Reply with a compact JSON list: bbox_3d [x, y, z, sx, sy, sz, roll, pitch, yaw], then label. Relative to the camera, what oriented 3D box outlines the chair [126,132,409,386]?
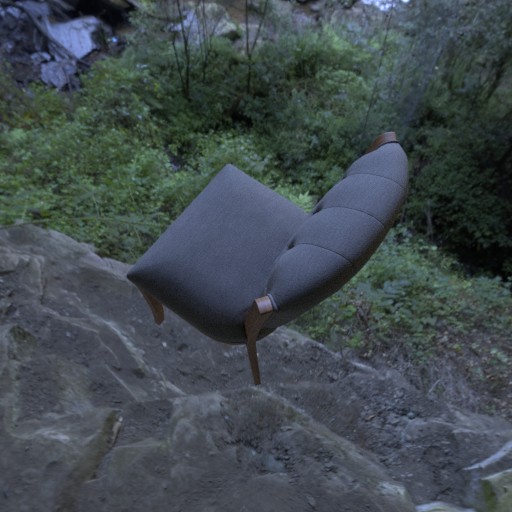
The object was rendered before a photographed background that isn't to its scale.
[{"bbox_3d":[0.000,0.000,1.265,0.584,0.905,0.513,32,68,15],"label":"chair"}]
